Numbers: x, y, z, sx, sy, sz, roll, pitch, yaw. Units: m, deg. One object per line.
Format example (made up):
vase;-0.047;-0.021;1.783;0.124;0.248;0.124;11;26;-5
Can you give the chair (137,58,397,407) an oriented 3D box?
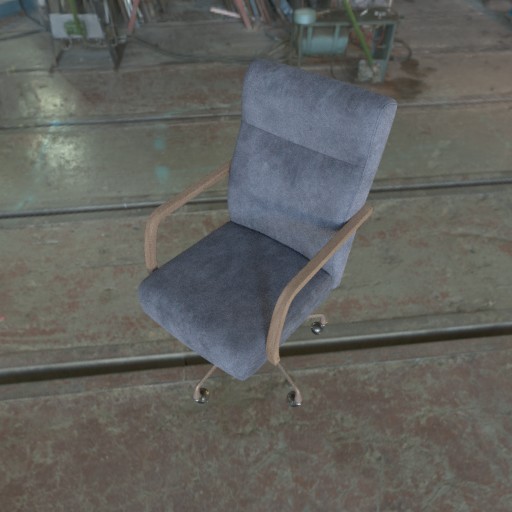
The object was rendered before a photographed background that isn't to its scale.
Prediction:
chair;0.000;0.000;1.508;0.640;1.029;0.741;29;52;26
